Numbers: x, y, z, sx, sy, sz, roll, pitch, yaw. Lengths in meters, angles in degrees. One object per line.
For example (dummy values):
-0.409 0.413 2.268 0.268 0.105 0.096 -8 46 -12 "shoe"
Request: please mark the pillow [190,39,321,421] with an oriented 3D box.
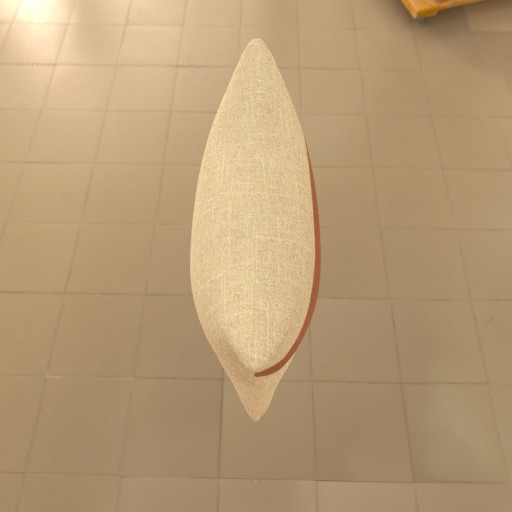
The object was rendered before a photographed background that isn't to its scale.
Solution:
0.000 0.000 0.638 0.173 0.399 0.414 1 63 0 "pillow"
